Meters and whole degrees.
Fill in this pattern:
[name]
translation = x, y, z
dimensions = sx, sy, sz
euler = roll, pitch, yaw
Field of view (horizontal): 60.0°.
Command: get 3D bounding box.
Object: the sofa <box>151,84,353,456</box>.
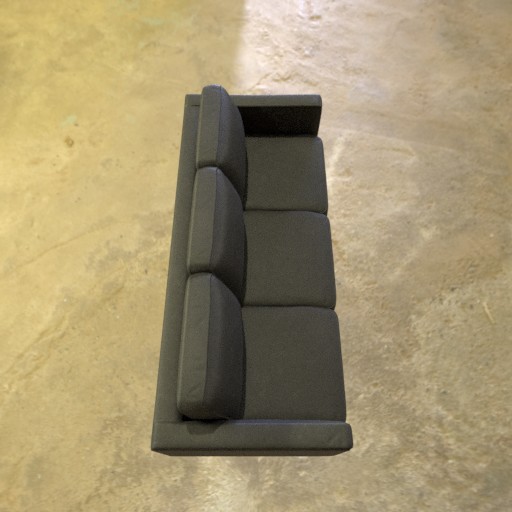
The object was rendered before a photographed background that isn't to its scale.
[sofa]
translation = 0.000, 0.000, 2.486
dimensions = 0.879, 0.899, 2.029
euler = 0, 63, 0
